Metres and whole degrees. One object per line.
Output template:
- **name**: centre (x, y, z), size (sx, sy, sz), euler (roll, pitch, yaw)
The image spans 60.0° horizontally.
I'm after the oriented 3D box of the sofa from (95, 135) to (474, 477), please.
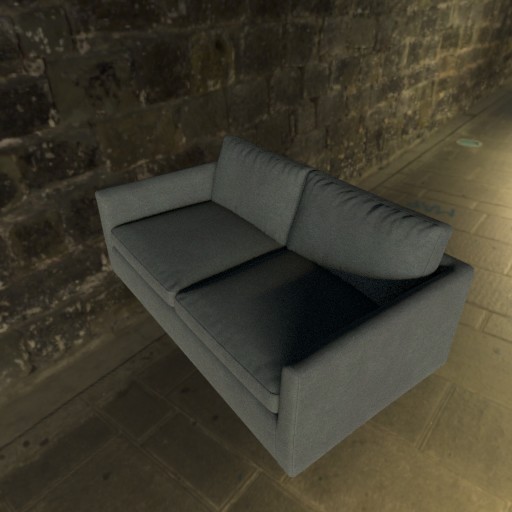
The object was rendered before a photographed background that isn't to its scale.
- **sofa**: centre (0.000, 0.000, 2.483), size (1.091, 0.845, 1.909), euler (-21, 38, -31)
